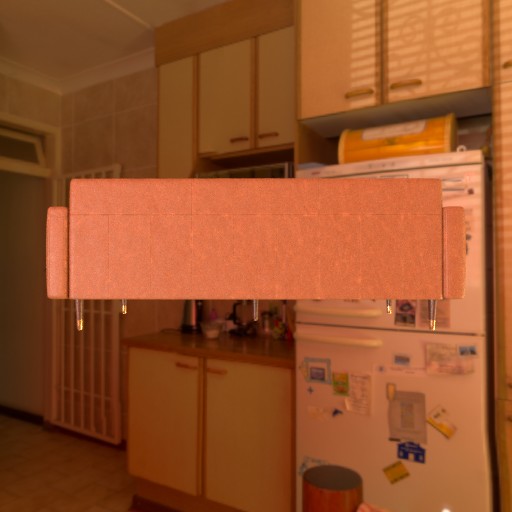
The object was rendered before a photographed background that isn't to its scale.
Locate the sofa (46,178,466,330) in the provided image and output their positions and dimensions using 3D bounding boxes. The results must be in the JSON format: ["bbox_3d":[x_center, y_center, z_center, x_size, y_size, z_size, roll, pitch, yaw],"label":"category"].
[{"bbox_3d":[0.000,0.000,2.831,2.291,0.821,0.990,0,-1,0],"label":"sofa"}]
